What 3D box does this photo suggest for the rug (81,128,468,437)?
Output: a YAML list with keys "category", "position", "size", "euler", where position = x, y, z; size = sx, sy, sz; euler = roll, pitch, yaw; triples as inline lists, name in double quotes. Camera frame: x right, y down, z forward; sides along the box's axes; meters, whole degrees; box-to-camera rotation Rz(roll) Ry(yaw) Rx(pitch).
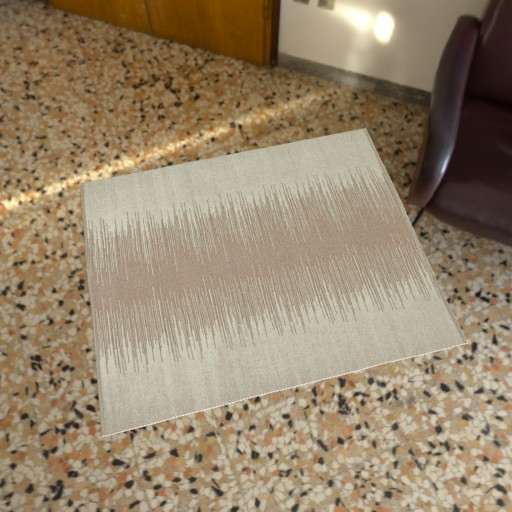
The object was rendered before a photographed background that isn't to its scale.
- category: "rug"
  position: [0.000, 0.000, 4.069]
  size: [3.048, 0.013, 2.438]
  euler: [-12, 64, -6]
